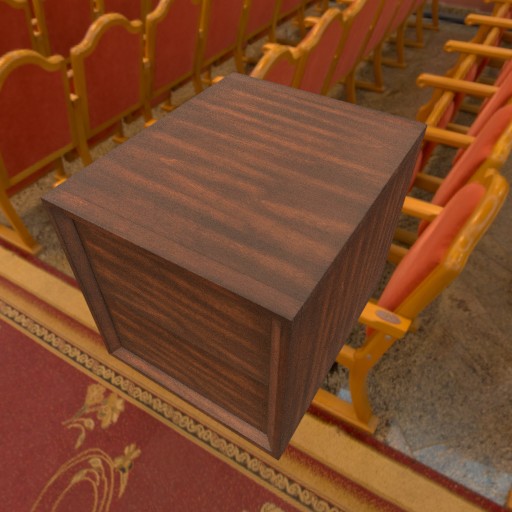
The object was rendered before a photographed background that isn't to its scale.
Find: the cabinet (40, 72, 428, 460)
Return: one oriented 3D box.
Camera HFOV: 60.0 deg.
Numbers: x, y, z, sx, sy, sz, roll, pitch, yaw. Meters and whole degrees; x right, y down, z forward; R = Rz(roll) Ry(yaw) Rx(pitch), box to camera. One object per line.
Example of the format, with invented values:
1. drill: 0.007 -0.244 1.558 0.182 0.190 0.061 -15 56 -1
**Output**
1. cabinet: 0.000 0.000 0.857 0.402 0.455 0.500 24 50 22
